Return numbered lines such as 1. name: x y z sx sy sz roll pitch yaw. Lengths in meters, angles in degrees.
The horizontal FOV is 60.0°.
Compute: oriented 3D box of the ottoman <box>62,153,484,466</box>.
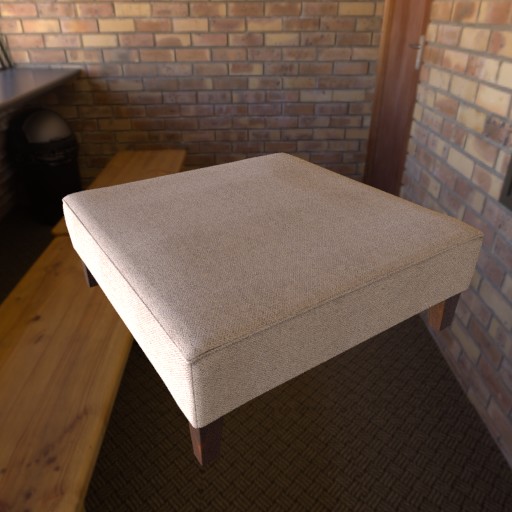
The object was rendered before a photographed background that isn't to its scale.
1. ottoman: 0.000 0.000 1.476 0.973 0.381 0.982 -18 34 -29
